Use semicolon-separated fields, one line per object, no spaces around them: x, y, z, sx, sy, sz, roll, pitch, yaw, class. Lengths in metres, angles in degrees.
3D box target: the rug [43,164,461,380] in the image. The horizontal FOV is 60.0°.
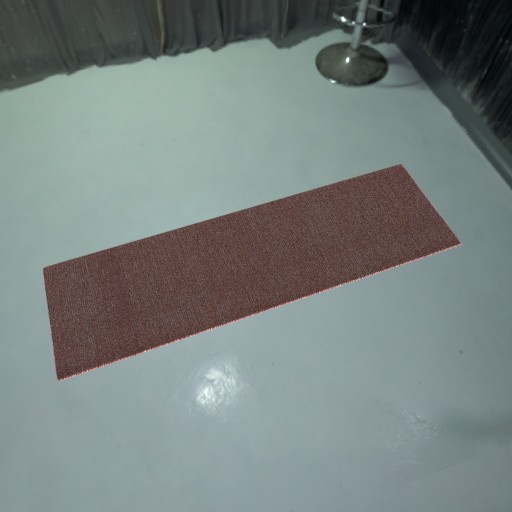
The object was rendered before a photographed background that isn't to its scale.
0.000;0.000;2.536;2.307;0.012;0.687;-17;59;-11;rug
